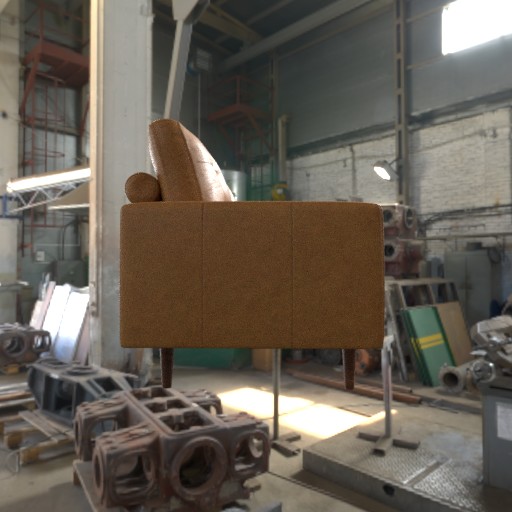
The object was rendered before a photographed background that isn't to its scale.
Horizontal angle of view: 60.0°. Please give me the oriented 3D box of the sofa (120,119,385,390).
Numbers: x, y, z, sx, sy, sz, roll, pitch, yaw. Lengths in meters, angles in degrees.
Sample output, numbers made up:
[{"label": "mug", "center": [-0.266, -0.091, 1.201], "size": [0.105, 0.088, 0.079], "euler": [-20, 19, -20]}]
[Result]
[{"label": "sofa", "center": [0.000, 0.000, 2.027], "size": [0.868, 0.898, 1.430], "euler": [0, -1, 2]}]
